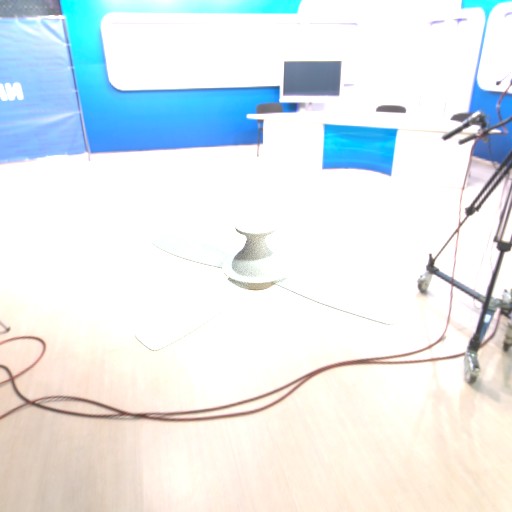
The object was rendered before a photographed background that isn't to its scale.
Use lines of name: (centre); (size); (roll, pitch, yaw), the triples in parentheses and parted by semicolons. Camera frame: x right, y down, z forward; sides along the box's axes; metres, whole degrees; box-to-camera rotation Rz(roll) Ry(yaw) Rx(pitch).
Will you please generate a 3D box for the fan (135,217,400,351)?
fan: (0.000, 0.000, 2.544); (1.693, 0.382, 1.694); (18, 32, 33)
